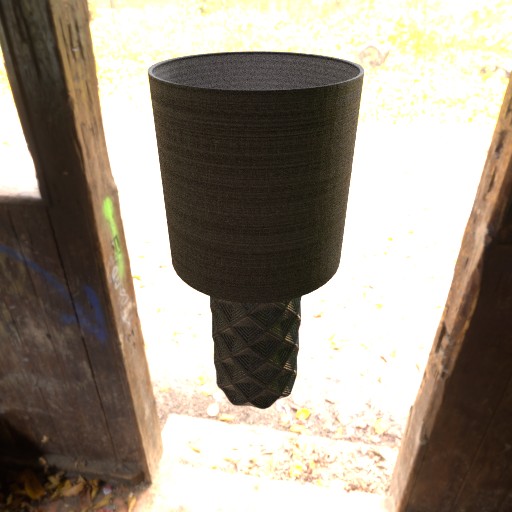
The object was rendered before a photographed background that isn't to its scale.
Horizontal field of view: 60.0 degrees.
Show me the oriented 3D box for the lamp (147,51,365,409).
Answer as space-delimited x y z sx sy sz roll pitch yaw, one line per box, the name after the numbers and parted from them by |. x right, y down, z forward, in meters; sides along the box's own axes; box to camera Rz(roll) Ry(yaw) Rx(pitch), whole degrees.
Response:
0.000 0.000 0.710 0.268 0.566 0.269 -10 34 -16 | lamp
